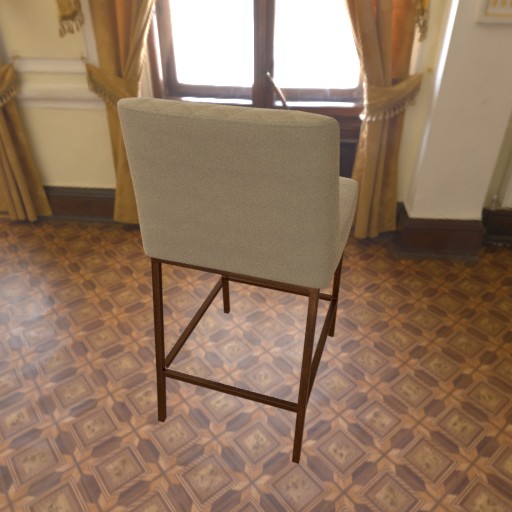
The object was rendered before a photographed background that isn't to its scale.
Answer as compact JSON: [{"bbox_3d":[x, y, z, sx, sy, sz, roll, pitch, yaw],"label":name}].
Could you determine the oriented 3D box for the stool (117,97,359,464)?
[{"bbox_3d":[0.000,0.000,1.294,0.507,0.973,0.576,10,34,16],"label":"stool"}]
